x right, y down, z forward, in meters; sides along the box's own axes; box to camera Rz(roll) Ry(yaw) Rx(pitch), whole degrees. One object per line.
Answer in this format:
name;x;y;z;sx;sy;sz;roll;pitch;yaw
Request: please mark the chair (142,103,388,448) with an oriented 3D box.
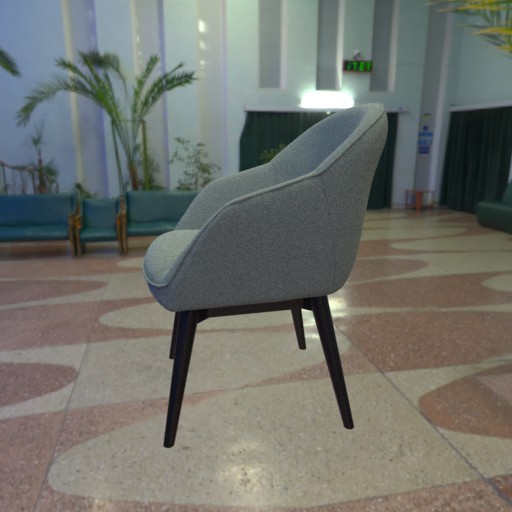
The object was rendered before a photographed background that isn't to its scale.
chair;0.000;0.000;1.236;0.611;0.810;0.589;-2;14;-9
